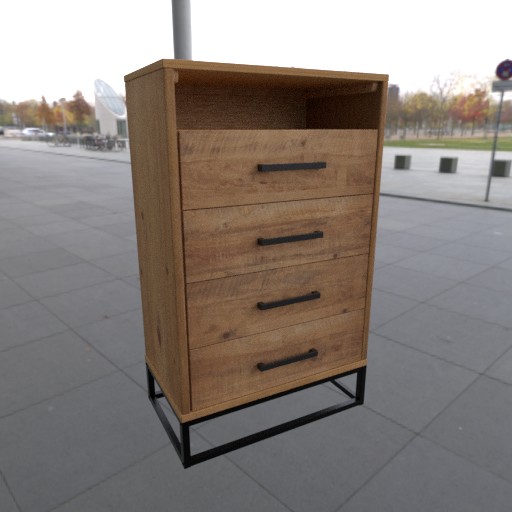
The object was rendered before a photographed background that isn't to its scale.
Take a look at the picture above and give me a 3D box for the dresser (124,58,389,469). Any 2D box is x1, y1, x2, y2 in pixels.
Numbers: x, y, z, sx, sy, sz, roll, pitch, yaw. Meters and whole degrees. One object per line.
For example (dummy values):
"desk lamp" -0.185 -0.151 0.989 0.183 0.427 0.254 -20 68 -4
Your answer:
"dresser" 0.000 0.000 1.628 0.761 1.240 0.479 -8 18 -27
